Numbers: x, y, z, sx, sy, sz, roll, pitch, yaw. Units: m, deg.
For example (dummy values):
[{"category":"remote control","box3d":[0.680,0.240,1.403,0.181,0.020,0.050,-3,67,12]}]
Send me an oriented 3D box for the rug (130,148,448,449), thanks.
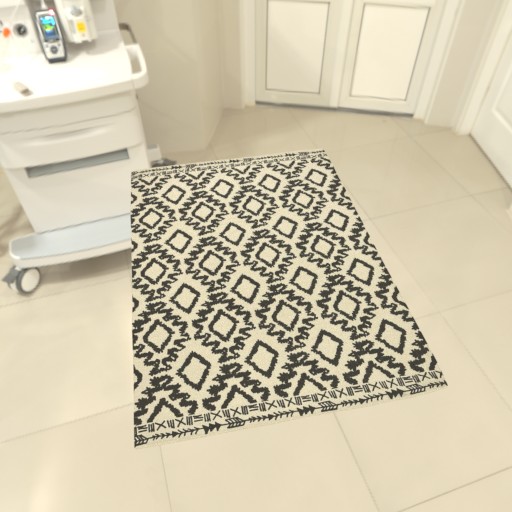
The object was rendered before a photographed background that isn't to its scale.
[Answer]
[{"category":"rug","box3d":[0.000,0.000,4.416,2.444,0.036,3.369,-8,48,-8]}]
